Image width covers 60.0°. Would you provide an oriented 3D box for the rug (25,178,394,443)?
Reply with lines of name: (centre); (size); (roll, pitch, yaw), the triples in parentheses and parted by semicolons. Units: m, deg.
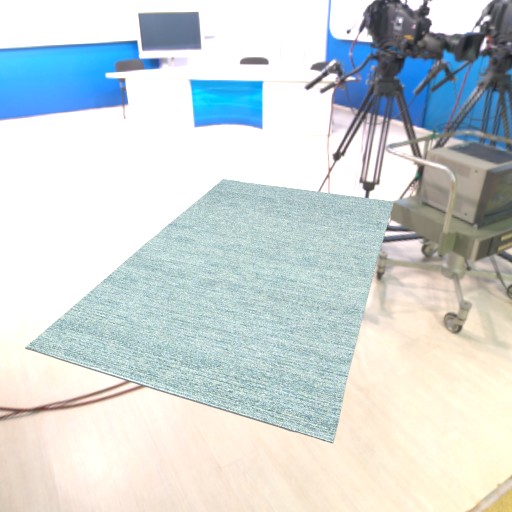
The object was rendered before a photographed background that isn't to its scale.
rug: (0.000, 0.000, 2.227); (1.174, 0.022, 1.853); (11, 33, 17)
